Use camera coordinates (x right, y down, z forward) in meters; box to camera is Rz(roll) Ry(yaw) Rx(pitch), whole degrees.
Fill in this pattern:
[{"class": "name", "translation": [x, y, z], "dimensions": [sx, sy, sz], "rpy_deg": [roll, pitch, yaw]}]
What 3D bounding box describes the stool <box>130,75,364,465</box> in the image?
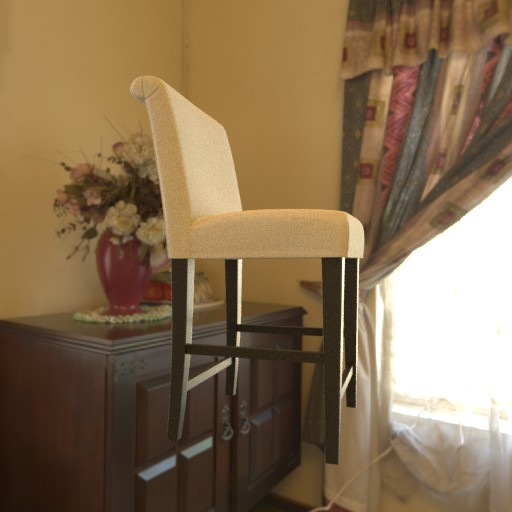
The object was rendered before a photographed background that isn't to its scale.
[{"class": "stool", "translation": [0.000, 0.000, 1.321], "dimensions": [0.597, 0.976, 0.452], "rpy_deg": [0, -1, 18]}]
